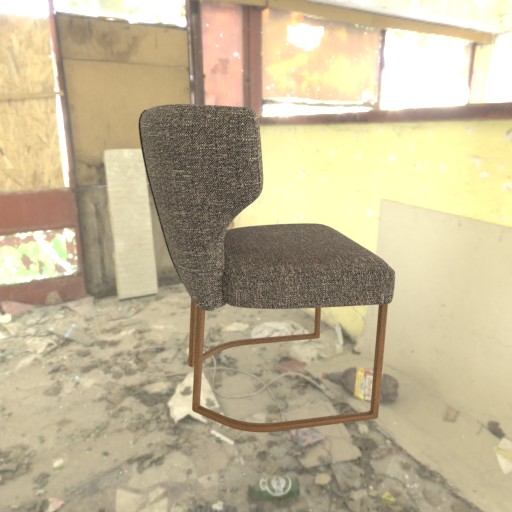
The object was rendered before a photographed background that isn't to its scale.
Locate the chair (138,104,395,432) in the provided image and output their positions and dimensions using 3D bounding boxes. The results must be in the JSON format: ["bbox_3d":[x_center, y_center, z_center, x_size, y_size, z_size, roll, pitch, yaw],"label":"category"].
[{"bbox_3d":[0.000,0.000,1.301,0.617,0.824,0.611,-3,16,-10],"label":"chair"}]
